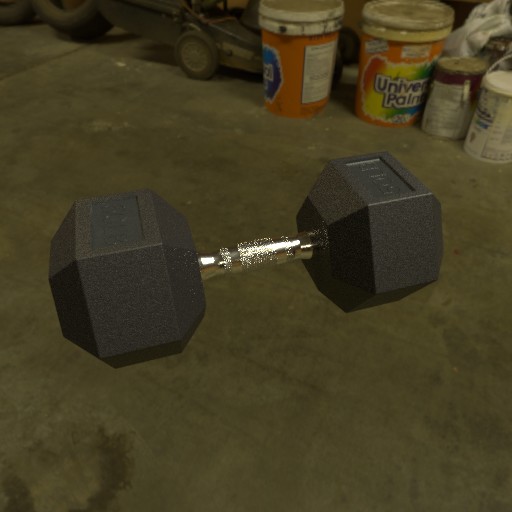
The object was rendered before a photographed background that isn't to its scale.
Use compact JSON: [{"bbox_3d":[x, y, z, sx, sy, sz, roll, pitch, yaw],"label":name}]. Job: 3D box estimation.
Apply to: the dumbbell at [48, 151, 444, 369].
[{"bbox_3d":[0.000,0.000,0.466,0.384,0.150,0.173,-11,43,-12],"label":"dumbbell"}]
